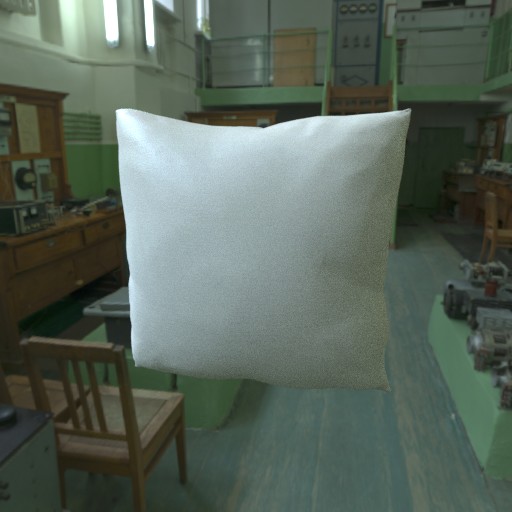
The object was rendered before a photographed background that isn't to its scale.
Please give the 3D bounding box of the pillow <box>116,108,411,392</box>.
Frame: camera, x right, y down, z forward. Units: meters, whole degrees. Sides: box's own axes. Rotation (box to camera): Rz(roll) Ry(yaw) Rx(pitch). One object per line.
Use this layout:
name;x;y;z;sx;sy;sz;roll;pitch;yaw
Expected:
pillow;0.000;0.000;0.703;0.450;0.448;0.245;3;15;9
